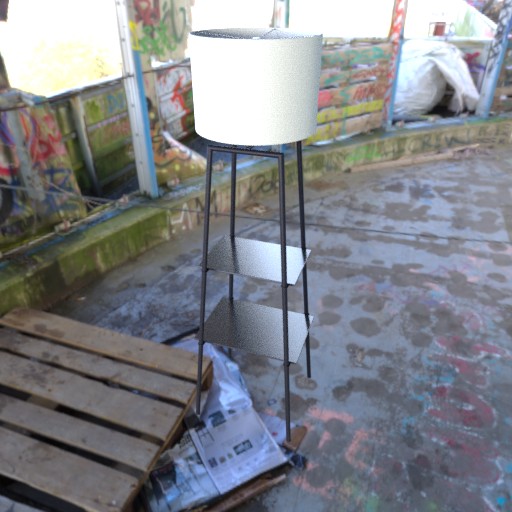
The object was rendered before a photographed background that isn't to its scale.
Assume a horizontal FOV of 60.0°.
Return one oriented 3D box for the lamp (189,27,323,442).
[{"bbox_3d":[0.000,0.000,1.632,0.427,1.474,0.384,10,33,16],"label":"lamp"}]
